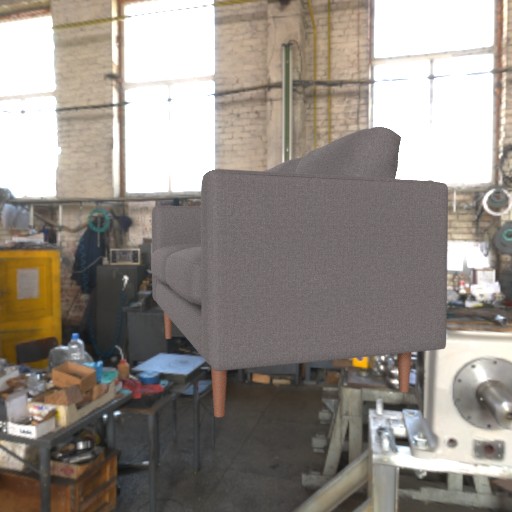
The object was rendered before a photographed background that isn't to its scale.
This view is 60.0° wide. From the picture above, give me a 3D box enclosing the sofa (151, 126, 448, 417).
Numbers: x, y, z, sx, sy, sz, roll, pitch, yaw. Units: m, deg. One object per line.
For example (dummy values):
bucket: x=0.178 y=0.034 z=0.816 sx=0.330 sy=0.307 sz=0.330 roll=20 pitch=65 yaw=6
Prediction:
sofa: x=0.000 y=0.000 z=1.922 sx=0.796 sy=0.908 sz=1.430 roll=-1 pitch=2 yaw=-19
